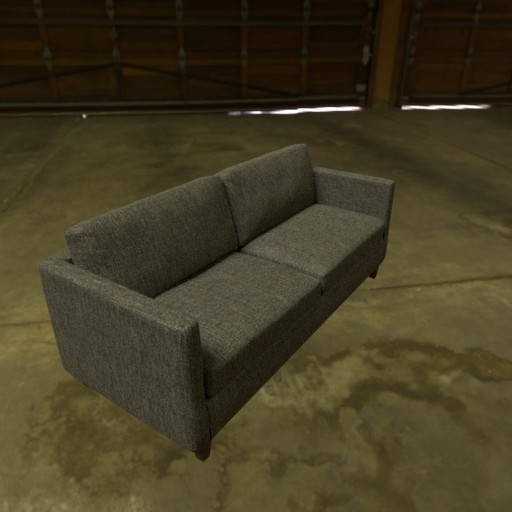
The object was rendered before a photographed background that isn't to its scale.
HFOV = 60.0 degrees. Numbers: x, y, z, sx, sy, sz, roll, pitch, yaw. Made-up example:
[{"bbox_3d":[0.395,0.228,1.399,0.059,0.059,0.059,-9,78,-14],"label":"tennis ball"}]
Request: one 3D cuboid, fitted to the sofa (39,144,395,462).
[{"bbox_3d":[0.000,0.000,2.704,0.948,0.960,2.208,17,31,31],"label":"sofa"}]
